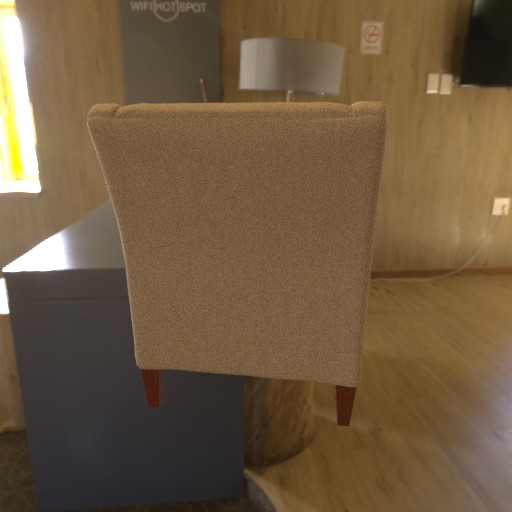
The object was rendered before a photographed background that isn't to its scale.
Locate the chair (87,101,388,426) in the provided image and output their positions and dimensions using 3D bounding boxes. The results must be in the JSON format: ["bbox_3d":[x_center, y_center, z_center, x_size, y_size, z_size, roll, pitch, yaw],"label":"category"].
[{"bbox_3d":[0.000,0.000,1.606,0.774,1.014,0.870,3,16,9],"label":"chair"}]
